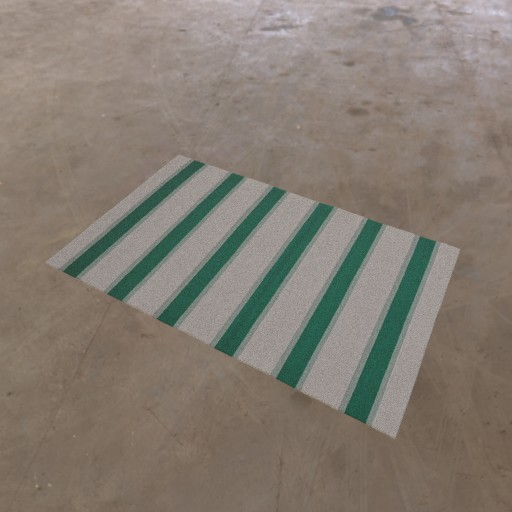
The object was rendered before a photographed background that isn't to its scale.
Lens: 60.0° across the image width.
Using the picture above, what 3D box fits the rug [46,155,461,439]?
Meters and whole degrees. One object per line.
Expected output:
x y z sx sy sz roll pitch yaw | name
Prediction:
0.000 0.000 3.056 2.436 0.015 1.521 22 49 20 | rug
